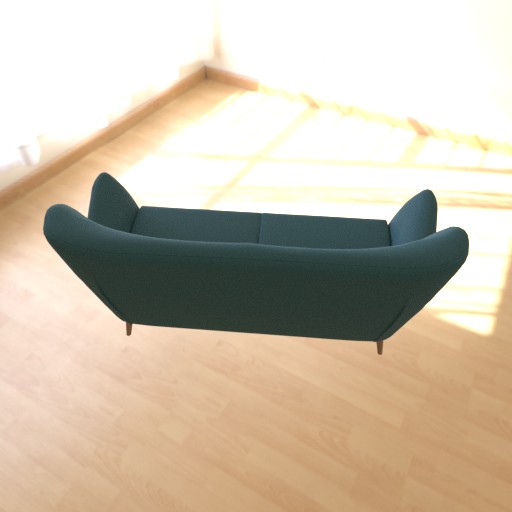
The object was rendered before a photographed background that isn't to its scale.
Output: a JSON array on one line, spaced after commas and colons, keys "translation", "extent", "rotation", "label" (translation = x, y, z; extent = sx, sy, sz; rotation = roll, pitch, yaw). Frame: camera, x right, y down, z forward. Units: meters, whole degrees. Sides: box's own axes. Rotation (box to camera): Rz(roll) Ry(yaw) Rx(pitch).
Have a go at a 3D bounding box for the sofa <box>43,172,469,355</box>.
[{"translation": [0.000, 0.000, 2.360], "extent": [1.930, 0.890, 0.889], "rotation": [4, 45, 4], "label": "sofa"}]
